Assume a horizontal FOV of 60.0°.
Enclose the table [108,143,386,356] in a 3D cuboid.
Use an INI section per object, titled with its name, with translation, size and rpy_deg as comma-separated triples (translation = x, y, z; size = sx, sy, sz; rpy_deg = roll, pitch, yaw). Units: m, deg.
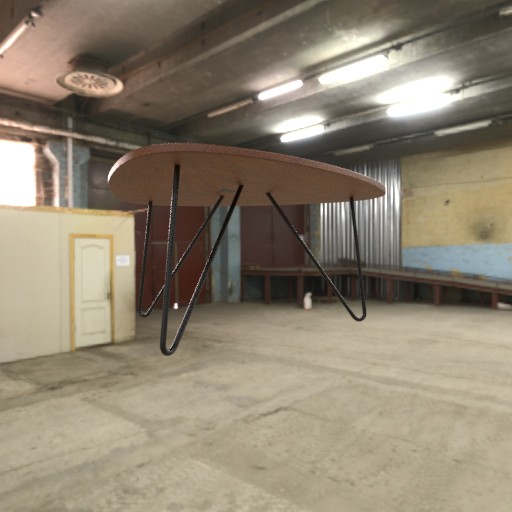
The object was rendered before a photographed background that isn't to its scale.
[table]
translation = 0.000, 0.000, 1.296
size = 0.821, 0.413, 0.833
rpy_deg = 0, -1, -19
